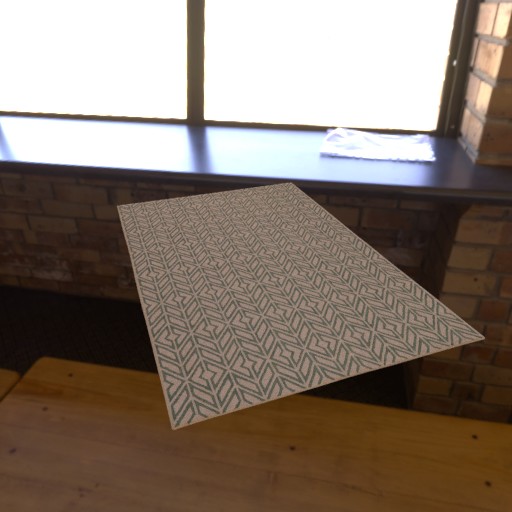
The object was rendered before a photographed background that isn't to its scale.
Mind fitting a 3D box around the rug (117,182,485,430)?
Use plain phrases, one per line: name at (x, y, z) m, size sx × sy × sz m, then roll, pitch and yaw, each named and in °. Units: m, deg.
rug at (0.000, 0.000, 2.278) m, size 1.220 × 0.007 × 1.828 m, roll -10°, pitch 31°, yaw -18°
